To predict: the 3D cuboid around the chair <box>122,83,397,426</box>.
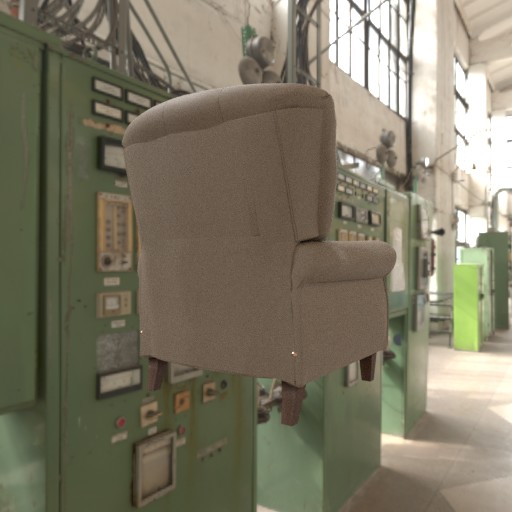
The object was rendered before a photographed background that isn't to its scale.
[{"bbox_3d":[0.000,0.000,1.922,0.999,1.138,1.041,-1,-1,36],"label":"chair"}]
